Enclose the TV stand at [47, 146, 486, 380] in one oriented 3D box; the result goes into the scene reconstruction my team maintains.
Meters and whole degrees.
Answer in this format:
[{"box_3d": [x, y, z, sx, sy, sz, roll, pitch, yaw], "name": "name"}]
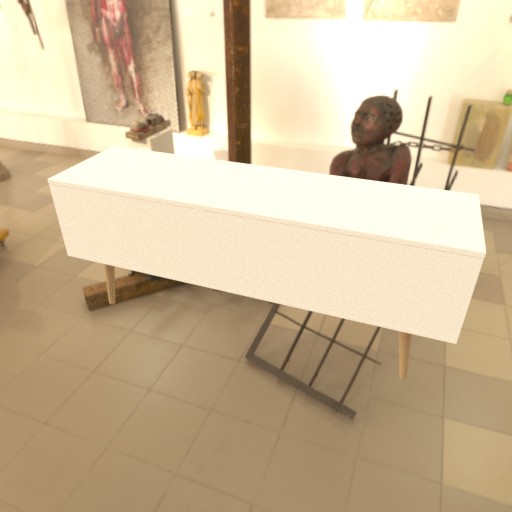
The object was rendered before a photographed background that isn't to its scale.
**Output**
[{"box_3d": [0.000, 0.000, 1.640, 1.398, 0.560, 0.401, 11, 34, 17], "name": "TV stand"}]
